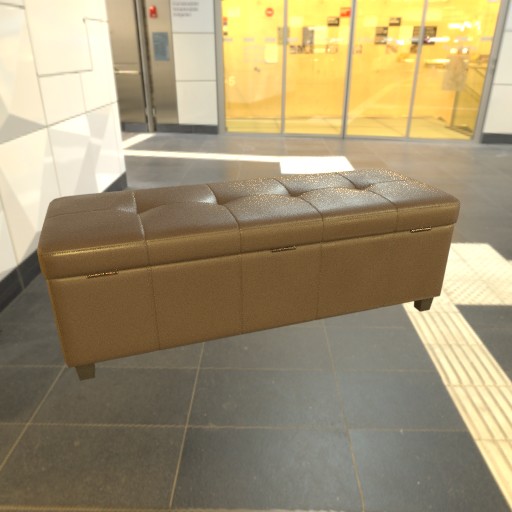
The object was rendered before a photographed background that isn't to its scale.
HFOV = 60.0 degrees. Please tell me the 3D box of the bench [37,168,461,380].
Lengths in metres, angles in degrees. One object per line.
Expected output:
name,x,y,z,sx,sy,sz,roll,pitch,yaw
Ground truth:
bench,0.000,0.000,1.454,1.219,0.417,0.450,-8,26,-17
